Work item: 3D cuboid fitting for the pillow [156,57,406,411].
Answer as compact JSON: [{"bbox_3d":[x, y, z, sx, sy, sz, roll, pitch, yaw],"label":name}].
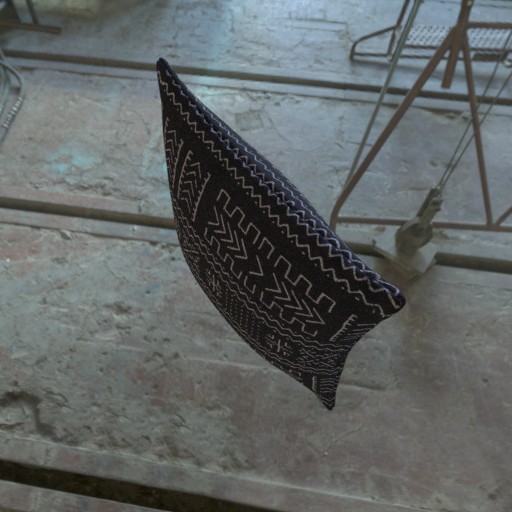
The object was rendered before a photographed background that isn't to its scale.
[{"bbox_3d":[0.000,0.000,0.658,0.164,0.430,0.438,-32,64,-18],"label":"pillow"}]
